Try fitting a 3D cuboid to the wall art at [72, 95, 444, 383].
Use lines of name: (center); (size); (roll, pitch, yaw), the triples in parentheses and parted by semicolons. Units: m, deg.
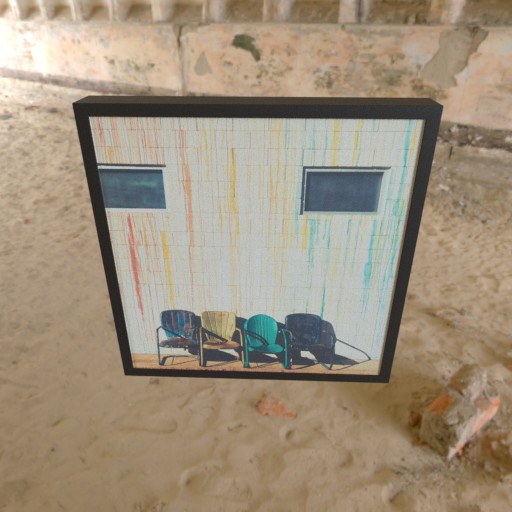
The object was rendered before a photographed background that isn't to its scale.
wall art: (0.000, 0.000, 0.451); (0.304, 0.304, 0.038); (1, 29, 2)
